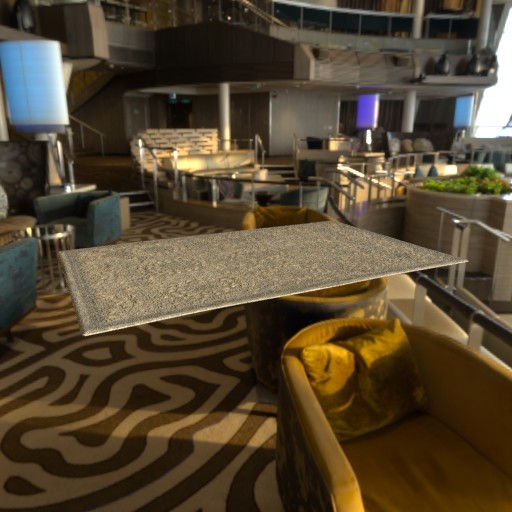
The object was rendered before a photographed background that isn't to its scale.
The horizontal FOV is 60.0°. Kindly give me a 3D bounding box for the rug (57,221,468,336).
[{"bbox_3d":[0.000,0.000,3.135,2.498,0.022,1.535,-8,18,-26],"label":"rug"}]
